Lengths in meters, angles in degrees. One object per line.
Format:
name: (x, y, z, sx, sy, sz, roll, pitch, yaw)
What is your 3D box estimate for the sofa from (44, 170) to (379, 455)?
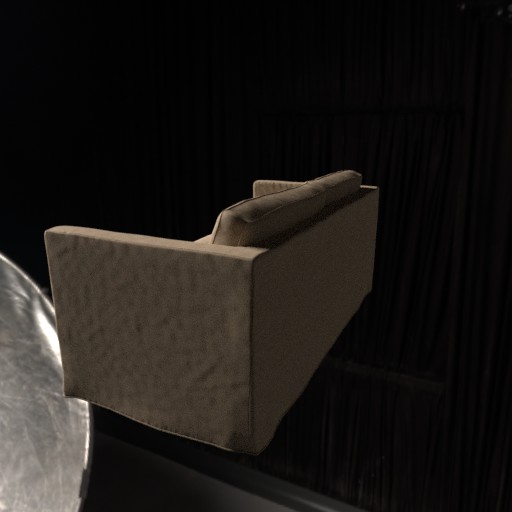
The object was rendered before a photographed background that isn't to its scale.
sofa: (0.000, 0.000, 2.444, 0.956, 0.847, 1.987, 8, 18, 25)
